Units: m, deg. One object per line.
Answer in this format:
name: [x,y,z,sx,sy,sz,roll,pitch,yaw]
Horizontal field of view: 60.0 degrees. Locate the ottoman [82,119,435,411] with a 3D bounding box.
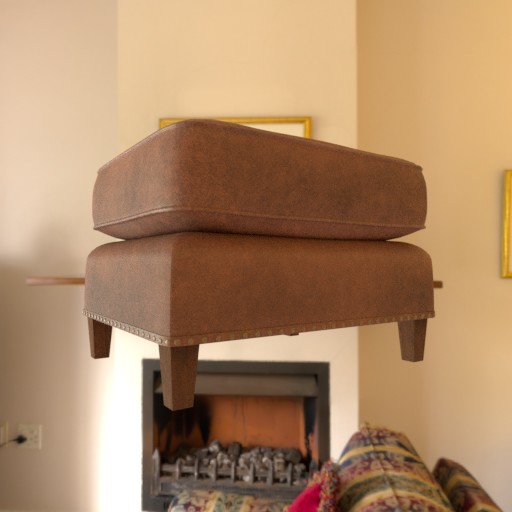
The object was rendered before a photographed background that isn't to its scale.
ottoman: [0.000,0.000,1.155,0.738,0.537,0.589,1,-1,-34]
